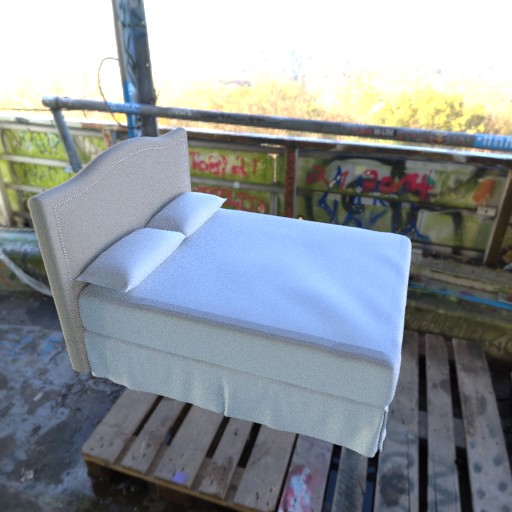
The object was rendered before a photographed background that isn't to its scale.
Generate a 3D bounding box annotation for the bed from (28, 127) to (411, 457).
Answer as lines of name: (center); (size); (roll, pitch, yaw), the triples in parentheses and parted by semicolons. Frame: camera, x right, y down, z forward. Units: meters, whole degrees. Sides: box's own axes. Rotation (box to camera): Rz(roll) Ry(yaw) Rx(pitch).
bed: (0.000, 0.000, 3.058); (2.052, 1.398, 1.678); (10, 31, 17)
